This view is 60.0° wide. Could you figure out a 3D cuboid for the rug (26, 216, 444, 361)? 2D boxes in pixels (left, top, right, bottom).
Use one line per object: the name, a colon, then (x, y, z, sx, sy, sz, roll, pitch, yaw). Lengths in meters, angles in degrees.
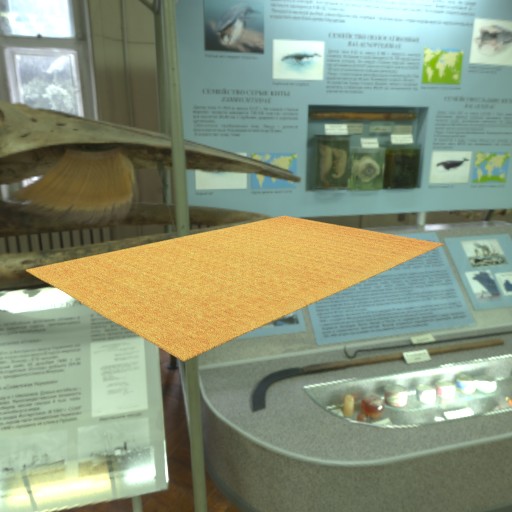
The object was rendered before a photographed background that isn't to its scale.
rug: (0.000, 0.000, 2.179, 1.143, 0.006, 1.747, 15, 22, 42)
